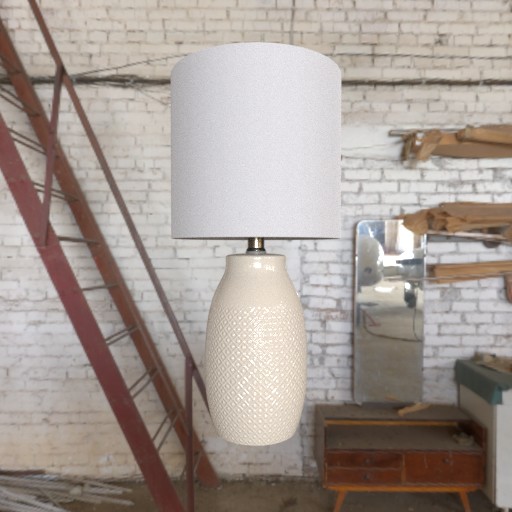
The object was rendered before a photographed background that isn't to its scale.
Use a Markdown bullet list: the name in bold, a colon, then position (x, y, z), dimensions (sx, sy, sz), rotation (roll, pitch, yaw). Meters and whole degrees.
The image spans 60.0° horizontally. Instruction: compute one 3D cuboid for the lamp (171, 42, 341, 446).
- **lamp**: position (0.000, 0.000, 0.577), dimensions (0.217, 0.453, 0.217), rotation (1, 1, 35)
